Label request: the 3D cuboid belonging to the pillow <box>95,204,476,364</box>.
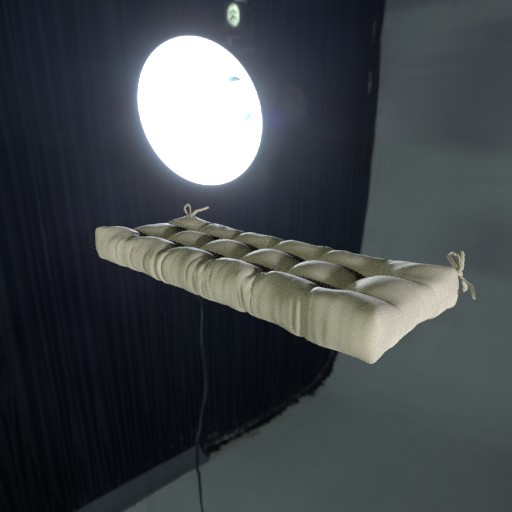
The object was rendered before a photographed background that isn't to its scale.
[{"bbox_3d":[0.000,0.000,1.374,1.194,0.174,0.511,15,21,42],"label":"pillow"}]
